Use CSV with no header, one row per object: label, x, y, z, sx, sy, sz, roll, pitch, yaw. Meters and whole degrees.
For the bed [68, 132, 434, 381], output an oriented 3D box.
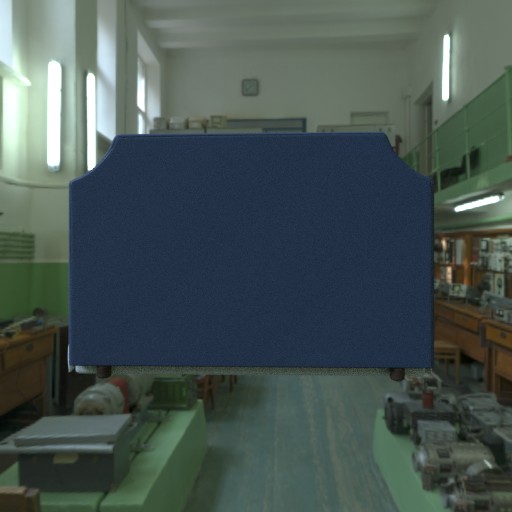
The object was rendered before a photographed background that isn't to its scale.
bed,0.000,0.000,4.029,2.350,1.488,2.773,0,0,2
